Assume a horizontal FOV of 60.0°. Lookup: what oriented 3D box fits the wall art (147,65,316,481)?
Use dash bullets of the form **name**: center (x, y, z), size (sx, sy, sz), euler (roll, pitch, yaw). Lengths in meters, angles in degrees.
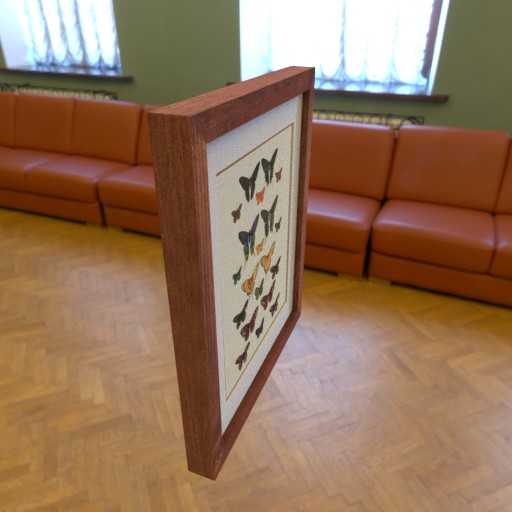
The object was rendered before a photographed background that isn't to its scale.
- **wall art**: center (0.000, 0.000, 0.612), size (0.039, 0.449, 0.377), euler (11, 31, 19)
